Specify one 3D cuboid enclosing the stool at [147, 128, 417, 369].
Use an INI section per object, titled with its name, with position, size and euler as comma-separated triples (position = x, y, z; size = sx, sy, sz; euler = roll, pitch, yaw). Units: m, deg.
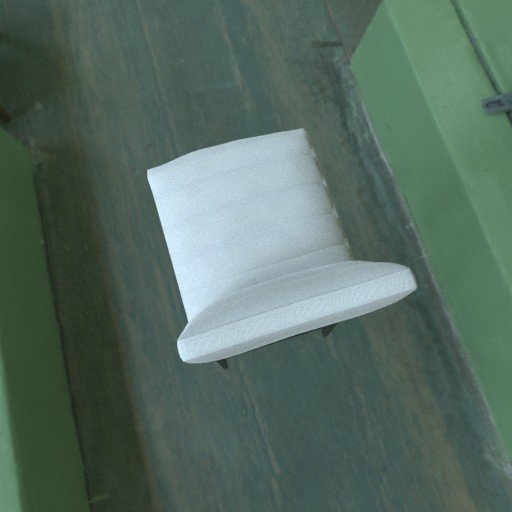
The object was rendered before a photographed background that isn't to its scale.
[stool]
position = 0.000, 0.000, 1.342
size = 0.464, 1.061, 0.573
euler = -17, 76, -4
